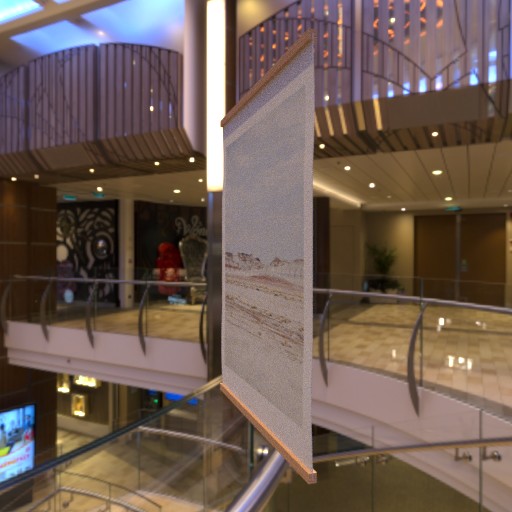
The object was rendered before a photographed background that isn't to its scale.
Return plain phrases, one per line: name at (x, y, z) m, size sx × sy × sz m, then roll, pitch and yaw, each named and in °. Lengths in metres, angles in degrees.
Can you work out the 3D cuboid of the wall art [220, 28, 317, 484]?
wall art at (0.000, 0.000, 1.338) m, size 0.020 × 1.016 × 0.739 m, roll 0°, pitch 0°, yaw -20°
